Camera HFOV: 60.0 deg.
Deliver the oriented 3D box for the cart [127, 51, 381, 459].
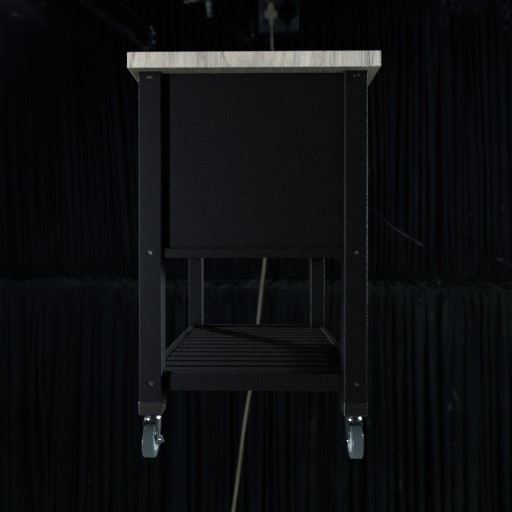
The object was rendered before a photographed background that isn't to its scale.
[{"bbox_3d":[0.000,0.000,1.381,0.567,0.920,0.797,0,0,1],"label":"cart"}]
